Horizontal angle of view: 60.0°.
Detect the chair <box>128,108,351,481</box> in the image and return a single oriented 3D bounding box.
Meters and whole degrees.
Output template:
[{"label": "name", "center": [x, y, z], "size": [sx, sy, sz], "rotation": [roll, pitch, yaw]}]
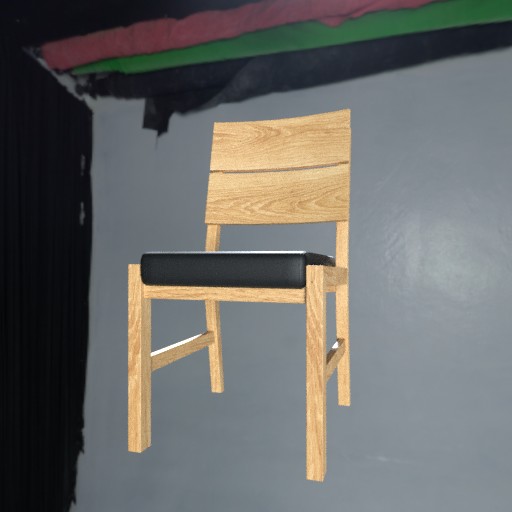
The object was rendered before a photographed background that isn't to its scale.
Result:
[{"label": "chair", "center": [0.000, 0.000, 1.266], "size": [0.475, 0.950, 0.569], "rotation": [0, 0, 18]}]
